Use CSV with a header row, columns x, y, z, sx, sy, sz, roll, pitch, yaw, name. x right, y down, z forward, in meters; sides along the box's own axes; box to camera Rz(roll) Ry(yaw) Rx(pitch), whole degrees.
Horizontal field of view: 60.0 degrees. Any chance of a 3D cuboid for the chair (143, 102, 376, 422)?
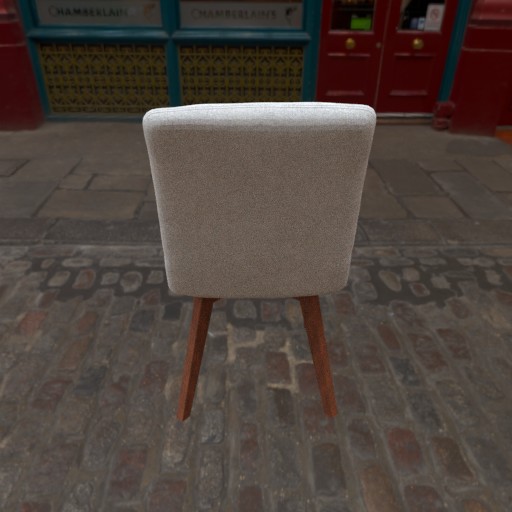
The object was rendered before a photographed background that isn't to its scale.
x,y,z,sx,sy,sz,roll,pitch,yaw,name
0.000,0.000,1.324,0.522,0.974,0.563,-1,30,-1,chair
